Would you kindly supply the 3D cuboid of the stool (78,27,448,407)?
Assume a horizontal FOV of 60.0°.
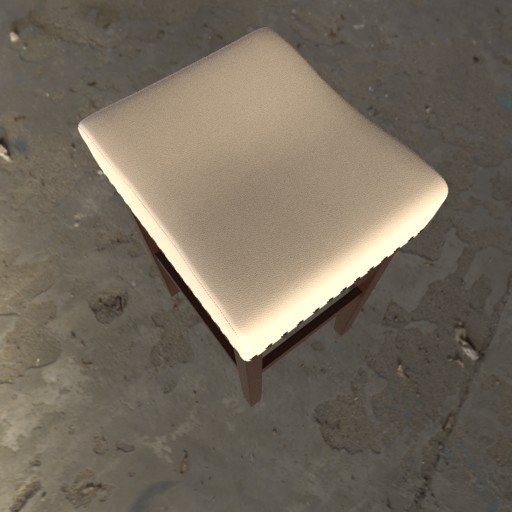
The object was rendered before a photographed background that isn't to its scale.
[{"bbox_3d":[0.000,0.000,1.027,0.401,0.762,0.471,-34,69,-15],"label":"stool"}]
